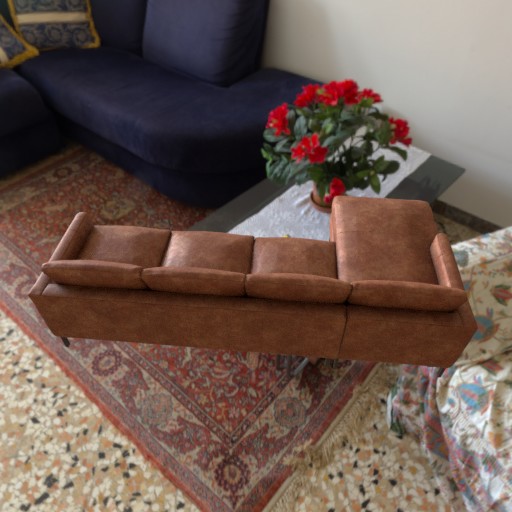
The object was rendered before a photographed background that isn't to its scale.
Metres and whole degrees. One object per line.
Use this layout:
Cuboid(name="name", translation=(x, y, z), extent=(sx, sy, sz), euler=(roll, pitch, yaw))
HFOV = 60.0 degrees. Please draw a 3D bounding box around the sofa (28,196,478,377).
Cuboid(name="sofa", translation=(0.000, 0.000, 3.572), extent=(2.993, 0.859, 1.471), euler=(4, 46, 4))
